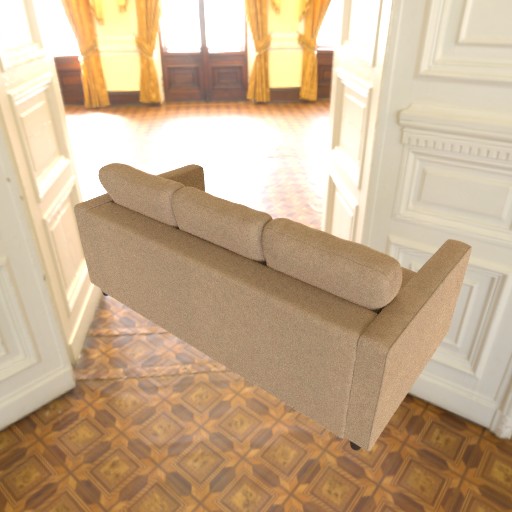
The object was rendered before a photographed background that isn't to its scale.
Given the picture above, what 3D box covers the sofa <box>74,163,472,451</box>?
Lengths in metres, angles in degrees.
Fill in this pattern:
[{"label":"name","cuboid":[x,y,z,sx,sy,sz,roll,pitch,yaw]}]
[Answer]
[{"label":"sofa","cuboid":[0.000,0.000,2.339,1.855,0.800,0.930,22,37,33]}]
